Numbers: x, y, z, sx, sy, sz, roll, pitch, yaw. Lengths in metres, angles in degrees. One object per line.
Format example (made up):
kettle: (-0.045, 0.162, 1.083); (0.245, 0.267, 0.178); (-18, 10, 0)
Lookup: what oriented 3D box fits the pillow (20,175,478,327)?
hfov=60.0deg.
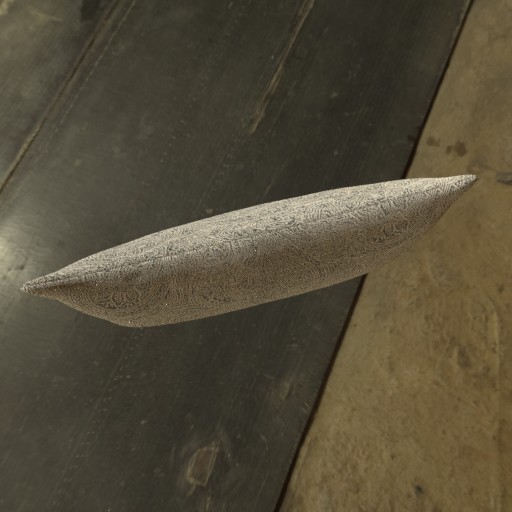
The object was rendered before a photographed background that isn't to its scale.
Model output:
pillow: (0.000, 0.000, 0.717); (0.615, 0.295, 0.151); (-14, 77, -3)
